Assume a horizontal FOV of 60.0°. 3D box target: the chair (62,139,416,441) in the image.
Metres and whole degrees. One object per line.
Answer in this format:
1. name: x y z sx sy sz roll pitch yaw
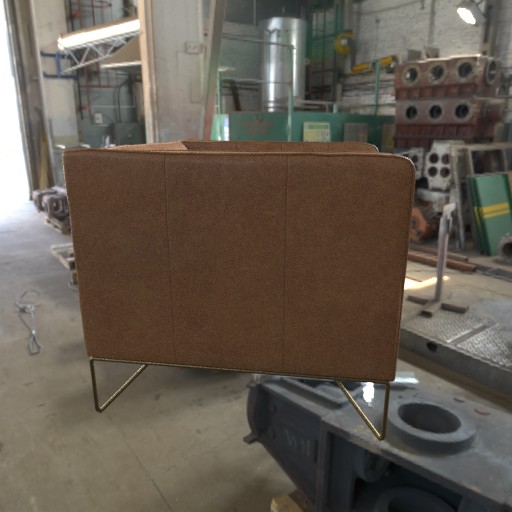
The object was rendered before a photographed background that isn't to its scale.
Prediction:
1. chair: 0.000 0.000 1.617 0.912 0.797 0.920 2 16 8
